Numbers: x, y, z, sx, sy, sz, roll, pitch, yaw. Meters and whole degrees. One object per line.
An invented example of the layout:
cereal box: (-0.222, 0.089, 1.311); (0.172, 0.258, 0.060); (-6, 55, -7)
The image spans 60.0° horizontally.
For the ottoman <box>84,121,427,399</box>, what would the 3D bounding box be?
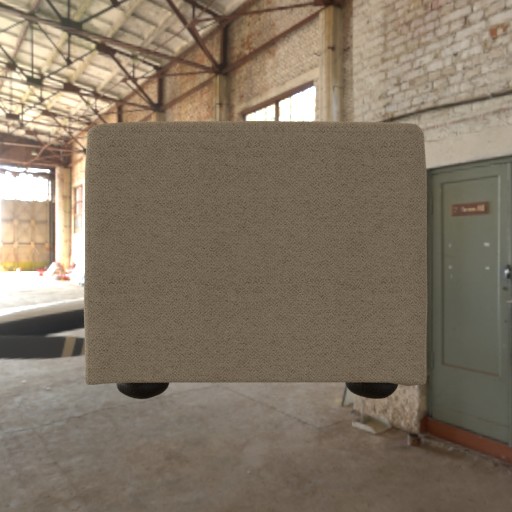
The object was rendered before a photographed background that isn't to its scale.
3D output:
ottoman: (0.000, 0.000, 0.902); (0.521, 0.453, 0.512); (0, 0, 0)
